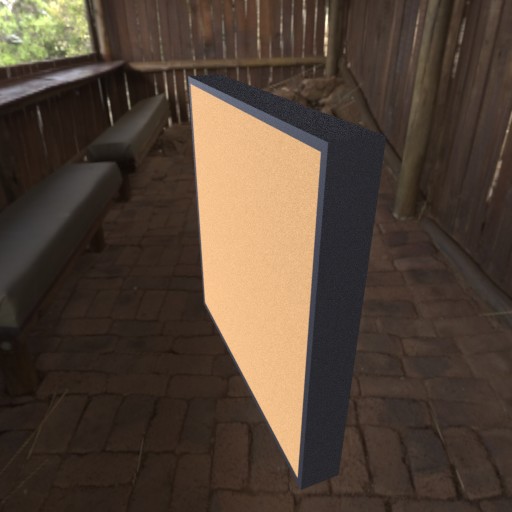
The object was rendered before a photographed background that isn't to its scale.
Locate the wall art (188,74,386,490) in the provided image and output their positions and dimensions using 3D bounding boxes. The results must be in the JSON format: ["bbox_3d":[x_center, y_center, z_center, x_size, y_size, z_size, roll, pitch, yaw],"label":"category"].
[{"bbox_3d":[0.000,0.000,0.444,0.038,0.304,0.304,-11,31,-19],"label":"wall art"}]
